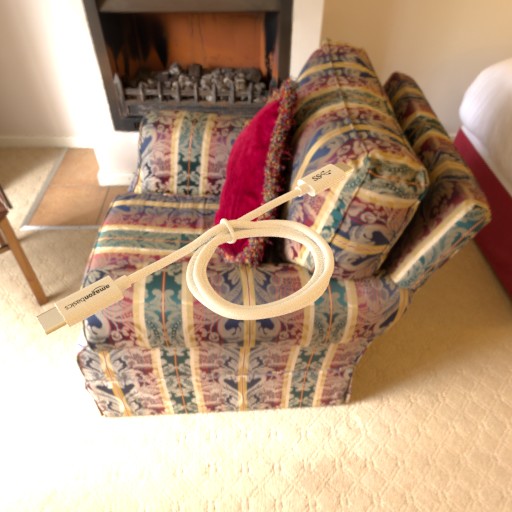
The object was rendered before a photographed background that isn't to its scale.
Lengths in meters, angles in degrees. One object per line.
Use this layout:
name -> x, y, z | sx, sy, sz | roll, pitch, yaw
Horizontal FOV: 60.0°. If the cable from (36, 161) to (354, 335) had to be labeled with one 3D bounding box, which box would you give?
cable -> 0.000, 0.000, 0.209 | 0.186, 0.014, 0.070 | -30, 53, -27
